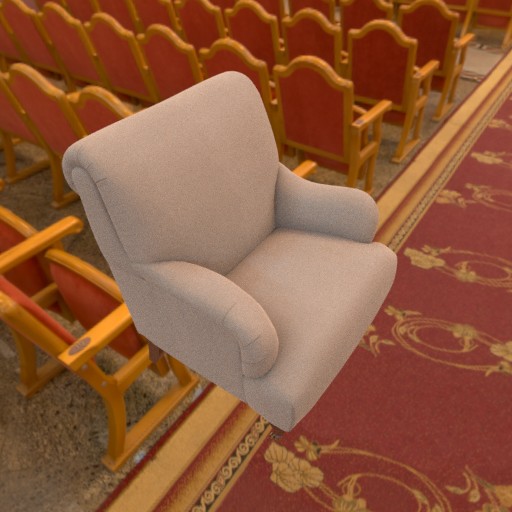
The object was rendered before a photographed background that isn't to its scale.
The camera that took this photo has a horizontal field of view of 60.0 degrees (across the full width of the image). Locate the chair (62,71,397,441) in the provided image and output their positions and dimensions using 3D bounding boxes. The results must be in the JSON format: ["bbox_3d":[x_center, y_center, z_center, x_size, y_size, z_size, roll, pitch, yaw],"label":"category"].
[{"bbox_3d":[0.000,0.000,1.531,0.842,0.942,0.766,25,48,25],"label":"chair"}]
